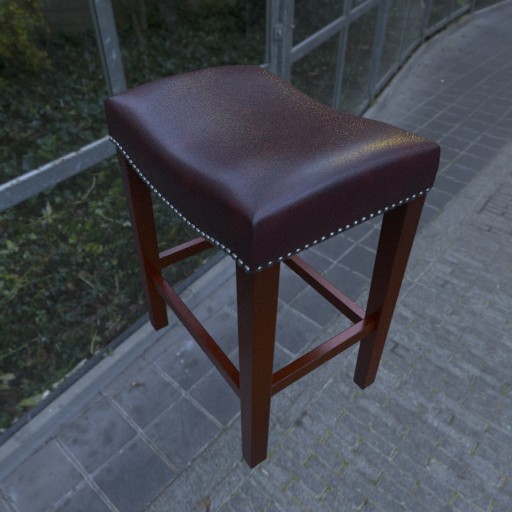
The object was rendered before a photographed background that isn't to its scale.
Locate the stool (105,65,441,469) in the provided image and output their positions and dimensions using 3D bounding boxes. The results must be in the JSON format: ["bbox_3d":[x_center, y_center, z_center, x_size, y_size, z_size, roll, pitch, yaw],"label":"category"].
[{"bbox_3d":[0.000,0.000,0.948,0.372,0.657,0.504,-24,45,-26],"label":"stool"}]
